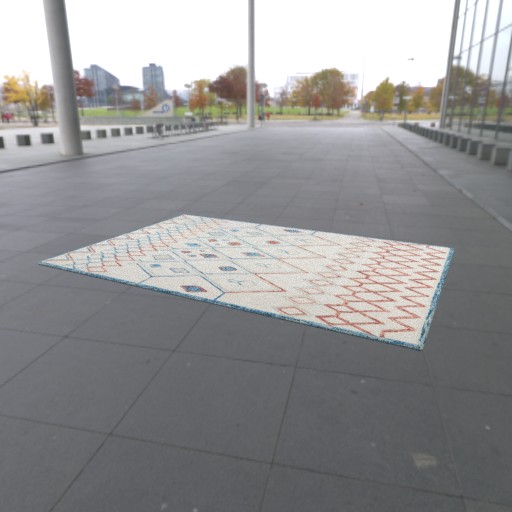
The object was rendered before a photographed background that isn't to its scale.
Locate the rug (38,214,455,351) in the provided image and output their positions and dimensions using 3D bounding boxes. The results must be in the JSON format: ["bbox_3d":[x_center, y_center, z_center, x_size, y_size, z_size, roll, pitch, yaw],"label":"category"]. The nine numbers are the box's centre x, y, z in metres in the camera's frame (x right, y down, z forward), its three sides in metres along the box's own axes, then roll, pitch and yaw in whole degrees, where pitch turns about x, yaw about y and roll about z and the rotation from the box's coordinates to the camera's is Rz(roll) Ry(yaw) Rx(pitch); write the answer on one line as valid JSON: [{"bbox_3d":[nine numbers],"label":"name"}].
[{"bbox_3d":[0.000,0.000,2.324,1.829,0.016,1.219,9,20,26],"label":"rug"}]
